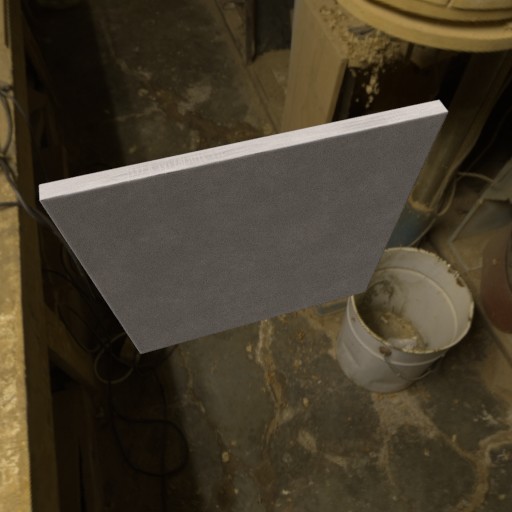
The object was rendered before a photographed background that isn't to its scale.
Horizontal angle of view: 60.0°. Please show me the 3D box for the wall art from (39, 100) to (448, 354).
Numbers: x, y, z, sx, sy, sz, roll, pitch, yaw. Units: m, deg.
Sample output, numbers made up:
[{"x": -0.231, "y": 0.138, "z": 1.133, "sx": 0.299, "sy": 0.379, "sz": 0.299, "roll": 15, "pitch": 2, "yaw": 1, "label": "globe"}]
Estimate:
[{"x": 0.000, "y": 0.000, "z": 0.448, "sx": 0.303, "sy": 0.303, "sz": 0.015, "roll": -14, "pitch": 59, "yaw": -9, "label": "wall art"}]
